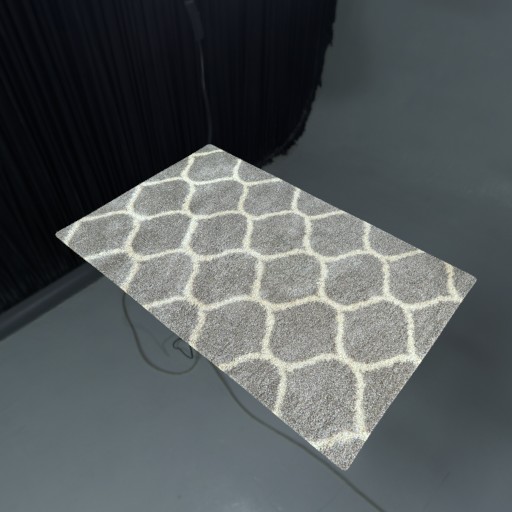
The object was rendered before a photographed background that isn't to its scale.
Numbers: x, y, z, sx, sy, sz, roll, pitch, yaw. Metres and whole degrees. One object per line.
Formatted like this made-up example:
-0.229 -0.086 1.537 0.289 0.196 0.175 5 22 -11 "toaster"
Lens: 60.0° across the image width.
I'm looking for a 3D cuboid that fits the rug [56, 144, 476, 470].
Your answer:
0.000 0.000 2.896 2.348 0.025 1.501 32 54 27 "rug"
